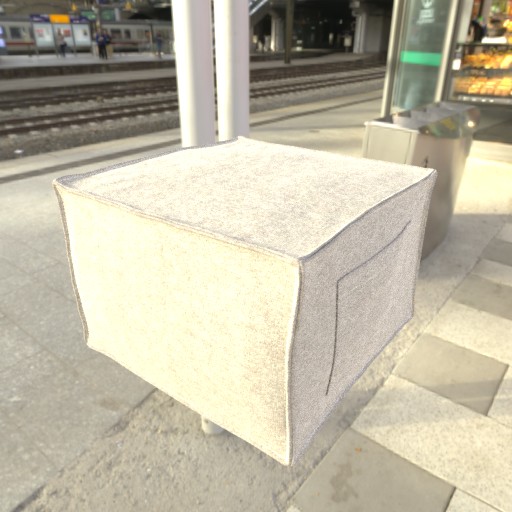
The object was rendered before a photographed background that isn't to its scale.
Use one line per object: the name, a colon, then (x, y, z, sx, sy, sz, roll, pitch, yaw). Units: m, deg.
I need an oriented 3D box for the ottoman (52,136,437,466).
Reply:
ottoman: (0.000, 0.000, 1.158, 0.696, 0.470, 0.707, 18, 31, 33)
